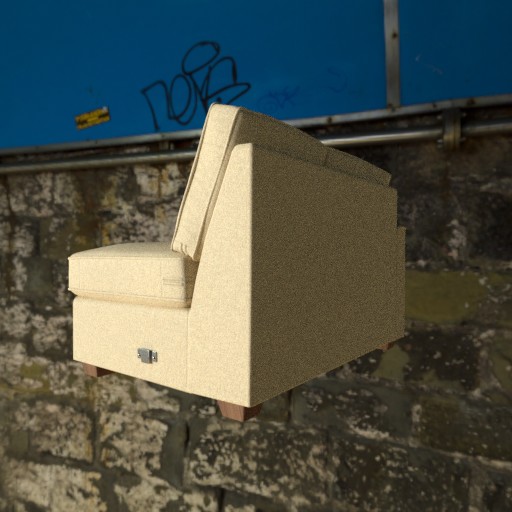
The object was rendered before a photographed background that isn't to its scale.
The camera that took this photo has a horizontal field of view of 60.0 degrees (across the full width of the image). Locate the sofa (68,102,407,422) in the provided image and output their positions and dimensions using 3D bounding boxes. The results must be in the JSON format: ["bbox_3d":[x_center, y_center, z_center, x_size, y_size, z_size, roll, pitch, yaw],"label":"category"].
[{"bbox_3d":[0.000,0.000,2.104,0.991,0.989,1.388,1,1,37],"label":"sofa"}]
